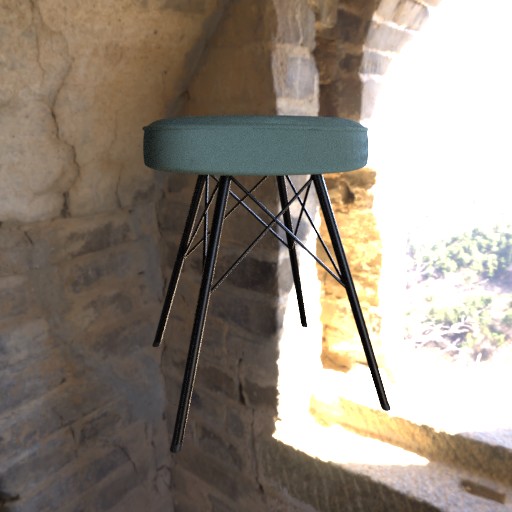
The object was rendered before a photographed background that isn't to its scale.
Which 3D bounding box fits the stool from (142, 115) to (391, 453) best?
[{"bbox_3d":[0.000,0.000,0.879,0.458,0.519,0.457,-2,15,-8],"label":"stool"}]
